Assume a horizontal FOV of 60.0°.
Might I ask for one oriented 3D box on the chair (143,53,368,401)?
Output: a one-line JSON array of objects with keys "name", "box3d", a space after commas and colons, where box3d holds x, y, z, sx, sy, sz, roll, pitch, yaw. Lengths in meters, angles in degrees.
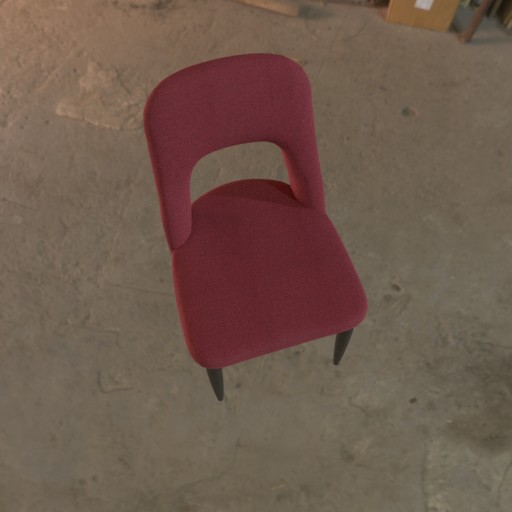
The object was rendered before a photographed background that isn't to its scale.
[{"name": "chair", "box3d": [0.000, 0.000, 1.235, 0.483, 0.892, 0.569, -15, 65, -7]}]
